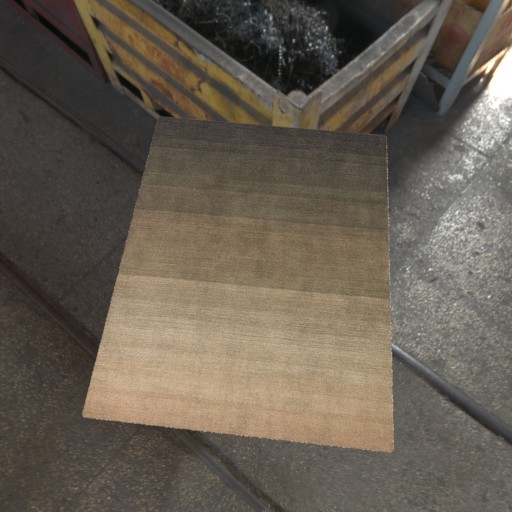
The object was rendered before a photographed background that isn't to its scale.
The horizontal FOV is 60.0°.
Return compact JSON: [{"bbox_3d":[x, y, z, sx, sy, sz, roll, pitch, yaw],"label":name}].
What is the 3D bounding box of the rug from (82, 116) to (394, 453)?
[{"bbox_3d":[0.000,0.000,3.844,2.306,0.017,2.902,5,65,3],"label":"rug"}]
